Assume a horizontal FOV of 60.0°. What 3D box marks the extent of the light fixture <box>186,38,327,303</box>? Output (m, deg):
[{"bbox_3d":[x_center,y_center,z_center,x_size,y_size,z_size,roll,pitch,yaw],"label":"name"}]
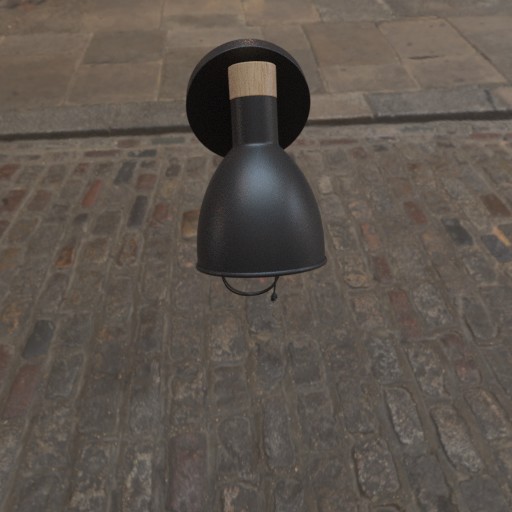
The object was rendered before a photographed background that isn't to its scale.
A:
[{"bbox_3d":[0.000,0.000,0.488,0.127,0.401,0.203,-4,46,-4],"label":"light fixture"}]
